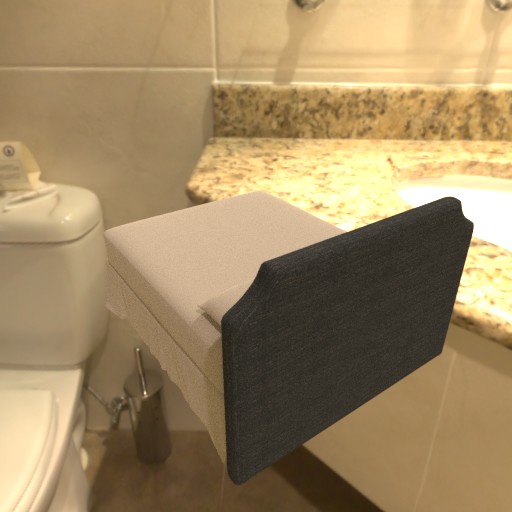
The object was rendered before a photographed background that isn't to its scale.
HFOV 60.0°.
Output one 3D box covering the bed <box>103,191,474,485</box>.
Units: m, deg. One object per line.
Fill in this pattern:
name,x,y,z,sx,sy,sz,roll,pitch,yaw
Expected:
bed,0.000,0.000,3.287,1.828,1.297,2.208,-19,34,-30
